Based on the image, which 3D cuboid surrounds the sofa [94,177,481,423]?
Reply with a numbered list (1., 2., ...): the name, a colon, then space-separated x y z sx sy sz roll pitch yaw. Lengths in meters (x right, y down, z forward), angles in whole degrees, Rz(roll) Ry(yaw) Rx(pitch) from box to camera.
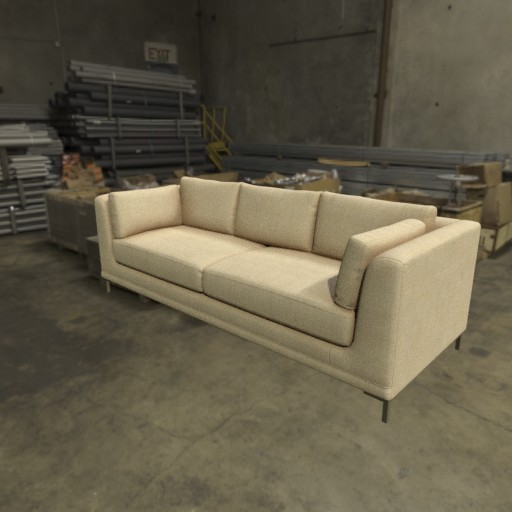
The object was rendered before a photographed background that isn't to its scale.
1. sofa: 0.000 0.000 2.915 2.415 0.867 0.969 15 22 40
